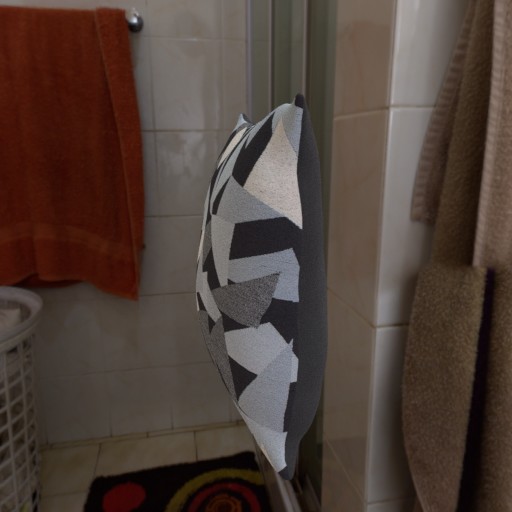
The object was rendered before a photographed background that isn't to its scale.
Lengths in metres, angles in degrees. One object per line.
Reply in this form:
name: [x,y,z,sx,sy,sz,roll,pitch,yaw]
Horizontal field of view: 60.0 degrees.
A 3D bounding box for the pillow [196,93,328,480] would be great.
pillow: [0.000,0.000,0.764,0.208,0.496,0.503,-2,15,-9]
